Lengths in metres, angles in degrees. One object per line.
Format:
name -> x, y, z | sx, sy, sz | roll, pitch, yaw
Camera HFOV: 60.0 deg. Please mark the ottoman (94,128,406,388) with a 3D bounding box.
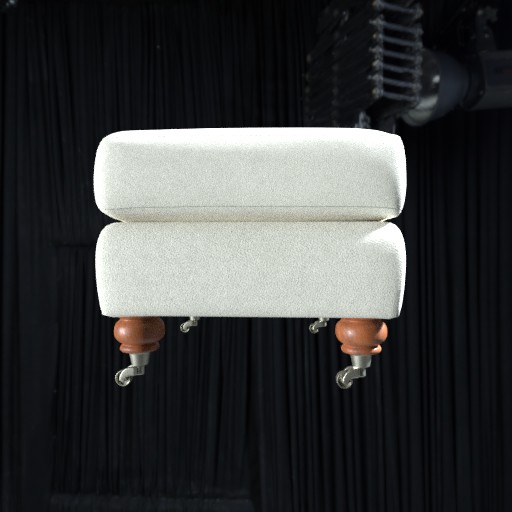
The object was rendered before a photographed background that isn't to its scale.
ottoman -> 0.000, 0.000, 1.144 | 0.569, 0.499, 0.773 | 0, 0, 2
